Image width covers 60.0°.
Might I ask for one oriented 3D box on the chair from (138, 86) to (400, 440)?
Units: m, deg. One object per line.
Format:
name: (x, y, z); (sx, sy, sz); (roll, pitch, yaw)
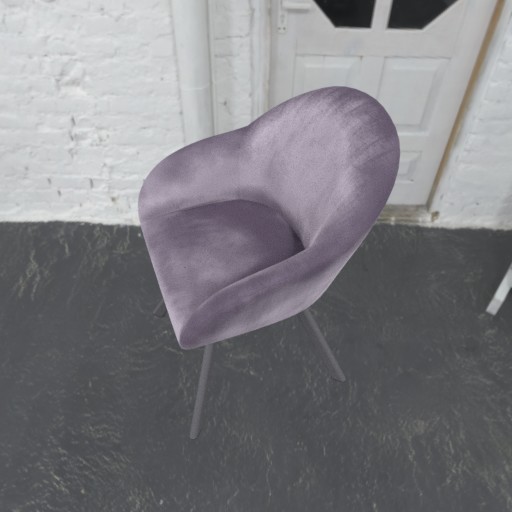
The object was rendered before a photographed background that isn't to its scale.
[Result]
chair: (0.000, 0.000, 1.194); (0.590, 0.795, 0.550); (-16, 48, -15)
